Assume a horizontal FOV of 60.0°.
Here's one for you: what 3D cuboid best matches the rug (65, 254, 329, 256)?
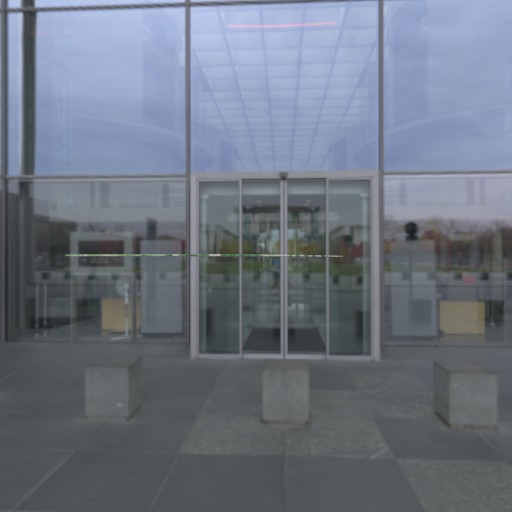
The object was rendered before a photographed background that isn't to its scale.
[{"bbox_3d":[0.000,0.000,2.765,0.761,0.006,2.438,0,0,18],"label":"rug"}]
